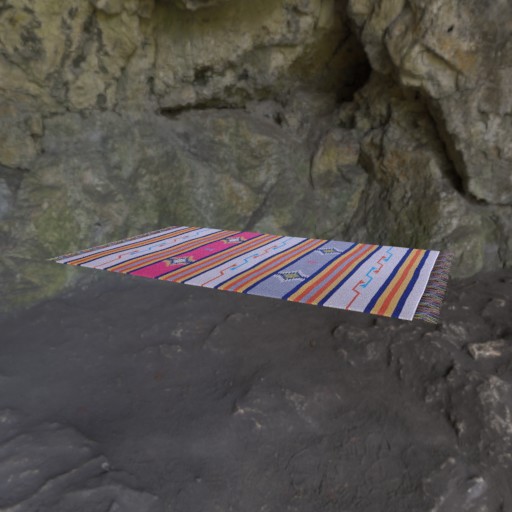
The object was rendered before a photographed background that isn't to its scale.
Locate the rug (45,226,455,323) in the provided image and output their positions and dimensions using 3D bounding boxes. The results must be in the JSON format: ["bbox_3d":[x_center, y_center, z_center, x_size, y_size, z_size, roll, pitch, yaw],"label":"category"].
[{"bbox_3d":[0.000,0.000,2.302,1.849,0.013,1.084,7,16,26],"label":"rug"}]
